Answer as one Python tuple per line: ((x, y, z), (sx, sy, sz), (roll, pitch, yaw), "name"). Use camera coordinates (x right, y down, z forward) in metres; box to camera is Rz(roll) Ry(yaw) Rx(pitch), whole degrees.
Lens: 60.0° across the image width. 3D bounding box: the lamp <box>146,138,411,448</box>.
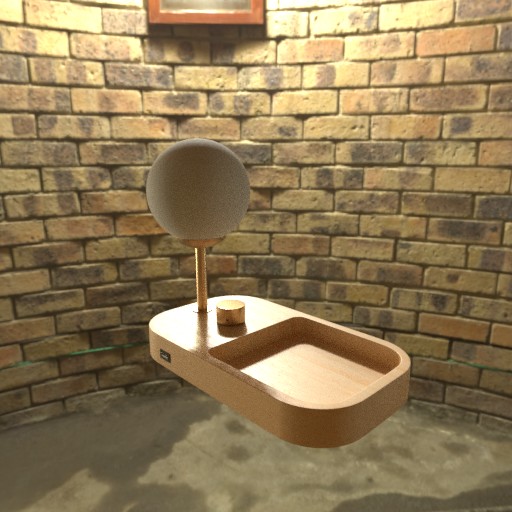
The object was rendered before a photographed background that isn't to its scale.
((0.000, 0.000, 0.485), (0.173, 0.253, 0.331), (-12, 18, -42), "lamp")
